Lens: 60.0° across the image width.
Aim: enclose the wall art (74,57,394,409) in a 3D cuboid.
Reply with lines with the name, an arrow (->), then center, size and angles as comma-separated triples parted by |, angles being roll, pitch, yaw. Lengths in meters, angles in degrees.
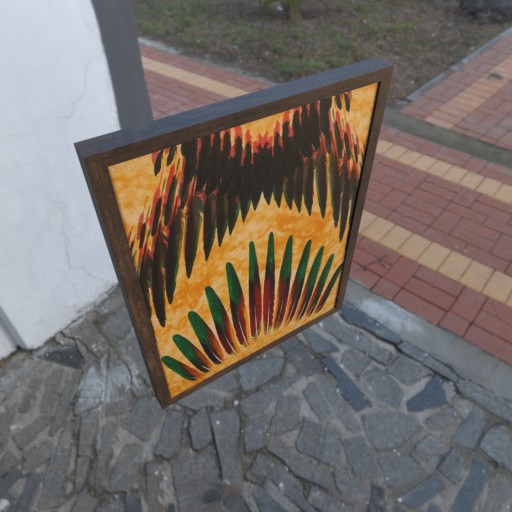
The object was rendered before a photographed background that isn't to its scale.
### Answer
wall art -> 0.000, 0.000, 0.550 | 0.329, 0.406, 0.027 | -25, 50, -23
